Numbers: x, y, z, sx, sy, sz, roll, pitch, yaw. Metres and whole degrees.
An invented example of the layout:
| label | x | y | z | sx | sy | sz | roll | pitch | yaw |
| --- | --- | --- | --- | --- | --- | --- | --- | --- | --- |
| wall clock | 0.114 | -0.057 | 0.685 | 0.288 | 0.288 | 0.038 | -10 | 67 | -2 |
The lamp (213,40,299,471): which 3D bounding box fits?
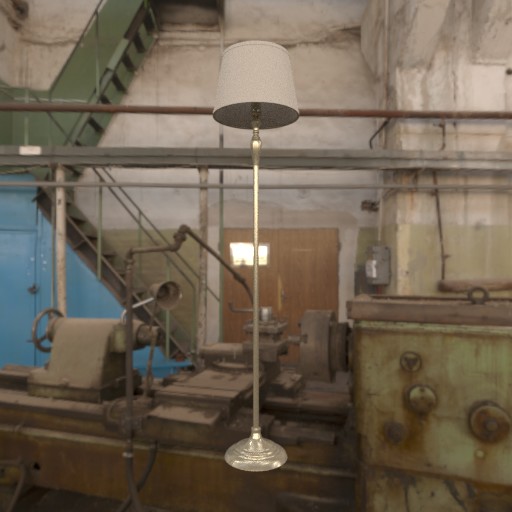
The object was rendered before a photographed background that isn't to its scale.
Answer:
| label | x | y | z | sx | sy | sz | roll | pitch | yaw |
| --- | --- | --- | --- | --- | --- | --- | --- | --- | --- |
| lamp | 0.000 | 0.000 | 1.672 | 0.327 | 1.506 | 0.327 | 0 | 0 | 0 |
